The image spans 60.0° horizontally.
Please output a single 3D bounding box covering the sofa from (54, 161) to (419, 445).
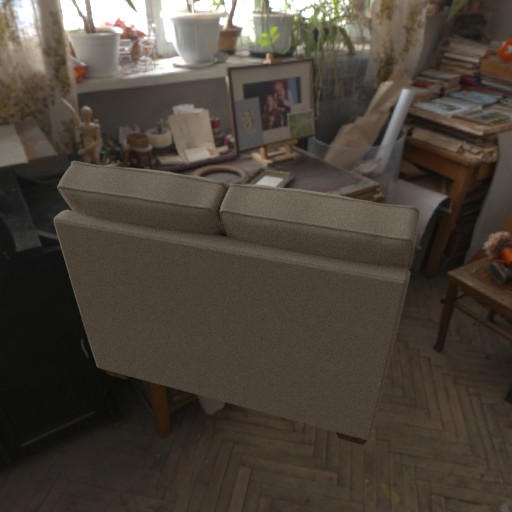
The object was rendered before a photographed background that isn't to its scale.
[{"bbox_3d":[0.000,0.000,1.976,1.237,1.008,0.951,10,35,15],"label":"sofa"}]
